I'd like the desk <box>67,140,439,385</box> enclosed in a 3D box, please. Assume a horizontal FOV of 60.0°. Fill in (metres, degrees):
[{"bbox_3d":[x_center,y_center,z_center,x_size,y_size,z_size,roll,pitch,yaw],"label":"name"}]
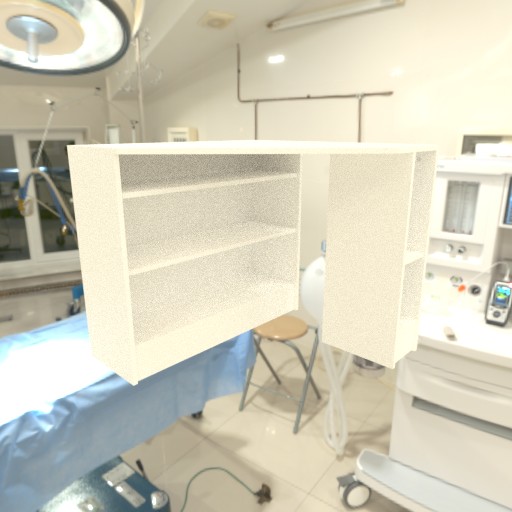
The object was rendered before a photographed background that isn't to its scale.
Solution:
[{"bbox_3d":[0.000,0.000,1.683,0.926,0.818,0.940,15,22,41],"label":"desk"}]
